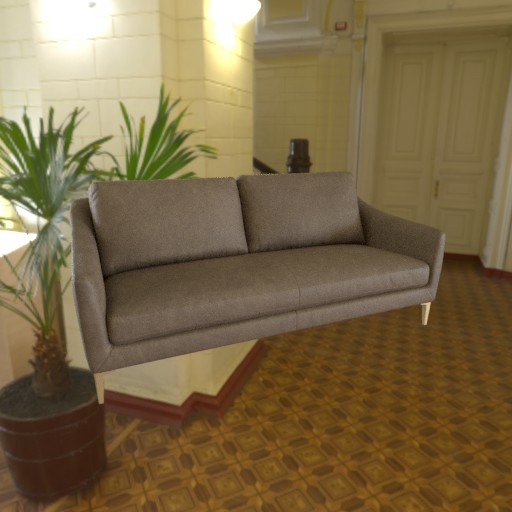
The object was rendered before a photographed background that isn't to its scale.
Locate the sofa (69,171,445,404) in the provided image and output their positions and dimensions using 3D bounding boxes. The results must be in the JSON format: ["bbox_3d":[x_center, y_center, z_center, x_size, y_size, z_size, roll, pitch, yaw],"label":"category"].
[{"bbox_3d":[0.000,0.000,2.589,2.036,0.902,0.960,-7,16,-25],"label":"sofa"}]
